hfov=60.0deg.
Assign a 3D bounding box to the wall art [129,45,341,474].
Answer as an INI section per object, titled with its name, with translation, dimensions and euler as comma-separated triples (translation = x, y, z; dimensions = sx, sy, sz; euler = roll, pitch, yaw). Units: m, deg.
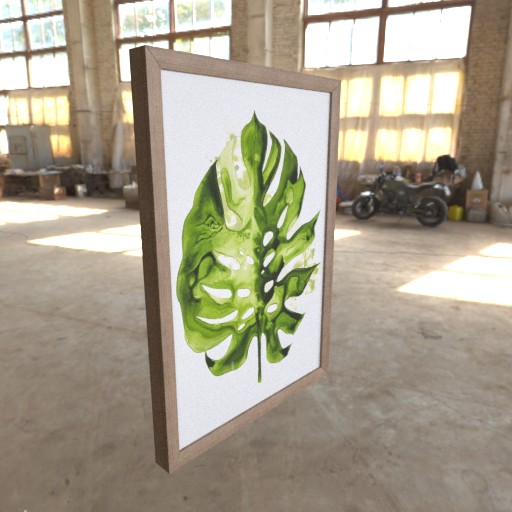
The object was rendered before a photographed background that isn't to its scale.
[wall art]
translation = 0.000, 0.000, 0.642
dimensions = 0.031, 0.509, 0.356
euler = 13, 19, 42
